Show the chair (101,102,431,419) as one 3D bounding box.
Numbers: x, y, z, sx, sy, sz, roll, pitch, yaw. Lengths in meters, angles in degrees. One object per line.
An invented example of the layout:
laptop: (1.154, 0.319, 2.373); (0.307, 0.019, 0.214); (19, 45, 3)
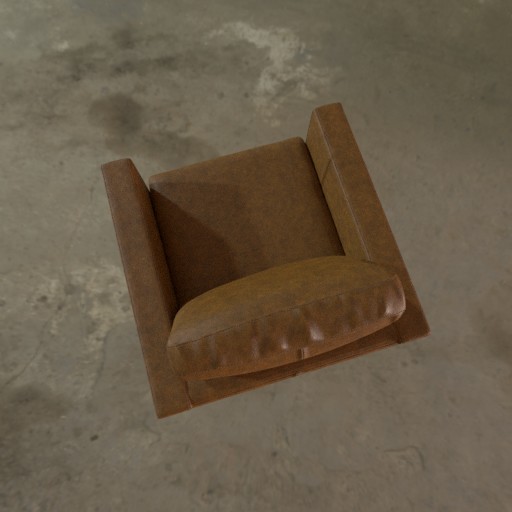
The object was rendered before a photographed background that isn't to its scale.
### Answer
chair: (0.000, 0.000, 1.667); (0.890, 0.956, 0.909); (-16, 76, -4)
